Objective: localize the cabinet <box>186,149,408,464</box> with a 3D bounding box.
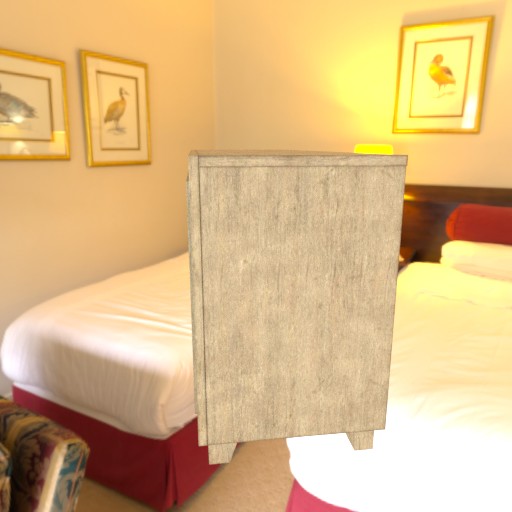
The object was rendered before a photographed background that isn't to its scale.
[{"bbox_3d":[0.000,0.000,1.793,0.511,0.825,1.460,-2,14,-8],"label":"cabinet"}]
